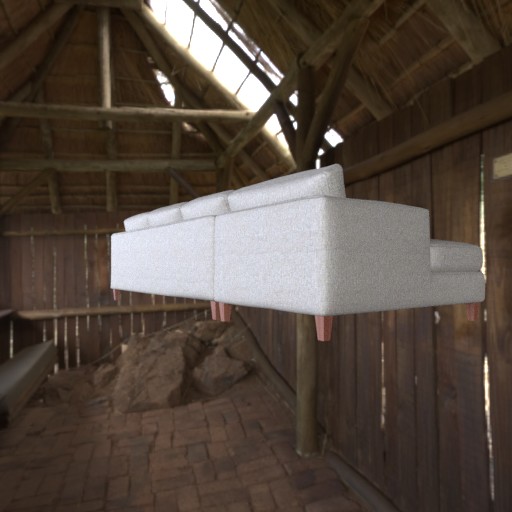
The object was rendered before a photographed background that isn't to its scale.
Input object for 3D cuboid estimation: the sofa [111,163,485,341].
[{"bbox_3d":[0.000,0.000,3.752,1.502,0.876,3.201,1,-2,-35],"label":"sofa"}]
